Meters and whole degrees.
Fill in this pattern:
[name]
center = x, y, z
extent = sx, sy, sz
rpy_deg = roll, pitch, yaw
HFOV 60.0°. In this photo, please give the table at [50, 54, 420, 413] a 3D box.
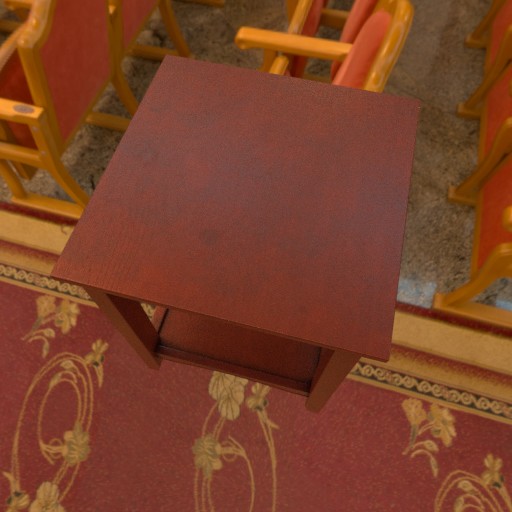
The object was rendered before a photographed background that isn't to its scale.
[table]
center = 0.000, 0.000, 0.983
extent = 0.522, 0.558, 0.523
rpy_deg = 15, 63, 8
